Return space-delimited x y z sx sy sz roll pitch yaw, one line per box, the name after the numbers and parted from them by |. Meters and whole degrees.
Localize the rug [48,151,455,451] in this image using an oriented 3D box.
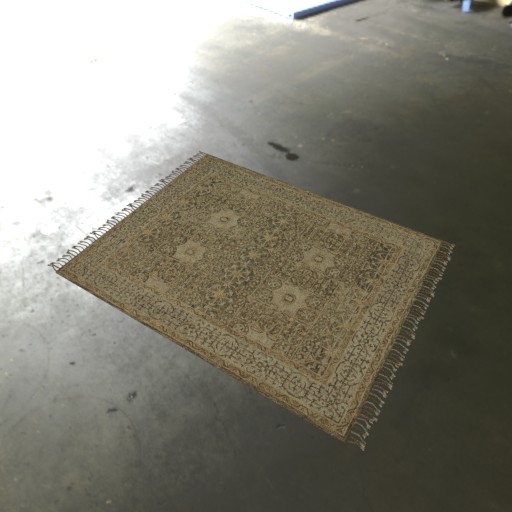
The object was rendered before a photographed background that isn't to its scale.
0.000 0.000 4.396 3.291 0.017 2.431 24 50 22 | rug
